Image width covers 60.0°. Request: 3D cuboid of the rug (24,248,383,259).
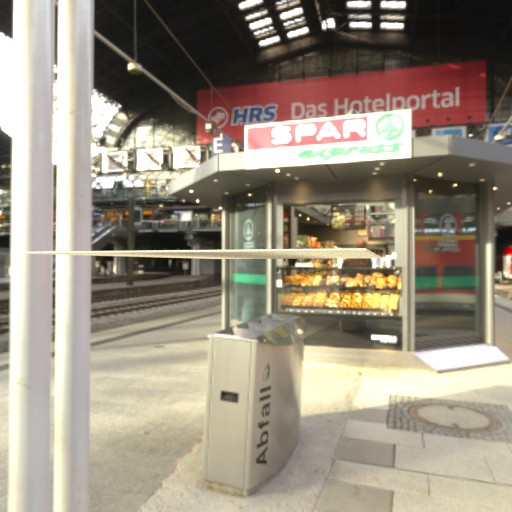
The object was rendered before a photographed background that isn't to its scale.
[{"bbox_3d":[0.000,0.000,2.306,1.226,0.007,1.815,0,-1,17],"label":"rug"}]
